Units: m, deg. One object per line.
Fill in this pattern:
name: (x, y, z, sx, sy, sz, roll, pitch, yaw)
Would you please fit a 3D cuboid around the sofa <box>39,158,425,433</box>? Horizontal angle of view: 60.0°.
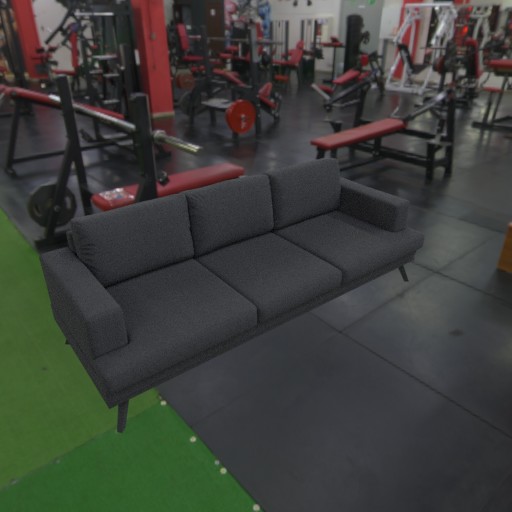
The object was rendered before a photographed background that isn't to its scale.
sofa: (0.000, 0.000, 2.790, 2.310, 0.810, 0.920, -20, 34, -32)
